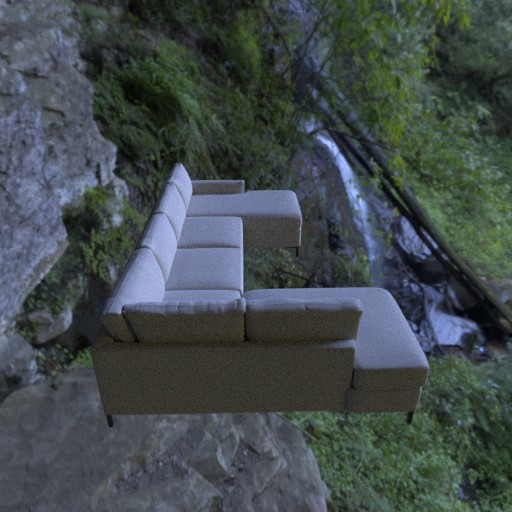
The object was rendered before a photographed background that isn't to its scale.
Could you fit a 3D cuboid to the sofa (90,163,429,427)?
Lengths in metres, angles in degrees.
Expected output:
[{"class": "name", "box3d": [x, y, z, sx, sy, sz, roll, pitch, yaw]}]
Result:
[{"class": "sofa", "box3d": [0.000, 0.000, 3.871, 1.989, 0.862, 2.984, -1, 29, -1]}]
